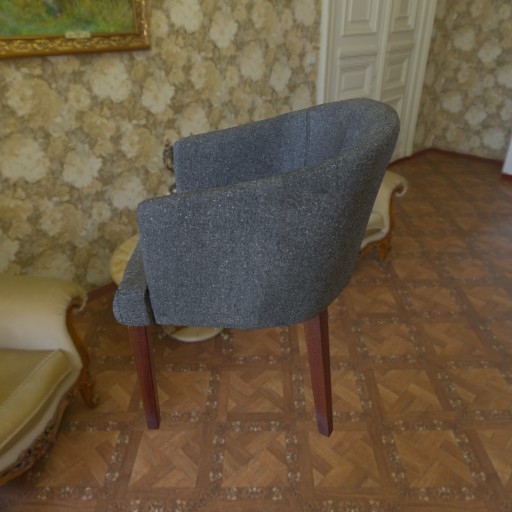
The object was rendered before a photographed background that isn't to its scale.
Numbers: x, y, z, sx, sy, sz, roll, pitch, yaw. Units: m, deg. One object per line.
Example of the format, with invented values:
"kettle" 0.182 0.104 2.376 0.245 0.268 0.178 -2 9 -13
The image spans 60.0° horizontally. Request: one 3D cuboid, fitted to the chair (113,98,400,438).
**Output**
"chair" 0.000 0.000 1.231 0.655 0.811 0.583 0 28 -1
